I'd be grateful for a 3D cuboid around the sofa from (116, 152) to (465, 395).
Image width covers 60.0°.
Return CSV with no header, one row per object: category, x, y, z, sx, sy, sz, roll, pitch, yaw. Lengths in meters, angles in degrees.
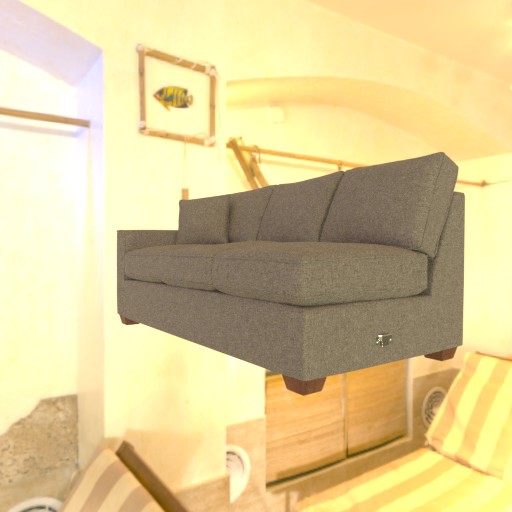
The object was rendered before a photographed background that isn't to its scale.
sofa,0.000,0.000,2.543,1.034,0.946,1.963,-1,1,-36
